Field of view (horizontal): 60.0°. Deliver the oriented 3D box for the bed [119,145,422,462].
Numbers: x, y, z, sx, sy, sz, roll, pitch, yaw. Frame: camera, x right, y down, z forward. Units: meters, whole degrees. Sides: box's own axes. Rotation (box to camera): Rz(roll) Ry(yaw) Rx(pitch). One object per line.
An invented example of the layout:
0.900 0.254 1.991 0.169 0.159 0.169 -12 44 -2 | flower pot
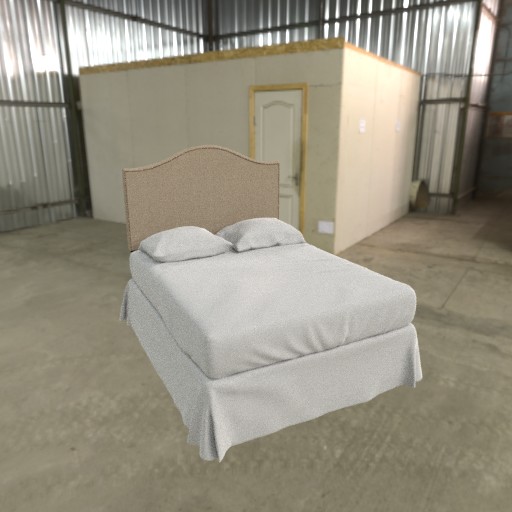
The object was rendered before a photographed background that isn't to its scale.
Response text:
0.000 0.000 3.567 1.876 1.645 2.221 -9 19 -26 | bed
